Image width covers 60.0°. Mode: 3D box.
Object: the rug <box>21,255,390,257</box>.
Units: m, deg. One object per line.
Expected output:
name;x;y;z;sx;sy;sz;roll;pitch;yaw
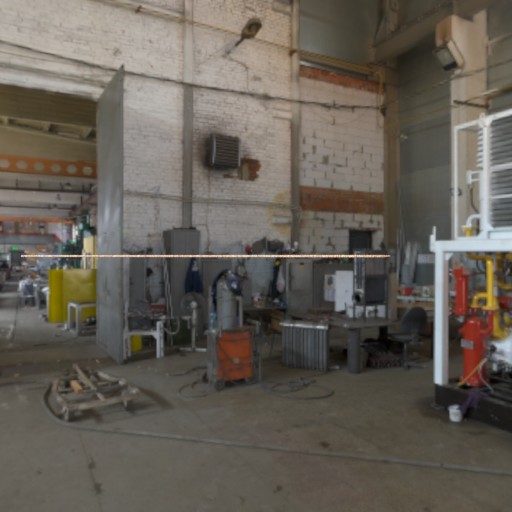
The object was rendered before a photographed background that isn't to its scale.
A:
rug;0.000;0.000;4.267;2.448;0.013;3.205;0;0;17
